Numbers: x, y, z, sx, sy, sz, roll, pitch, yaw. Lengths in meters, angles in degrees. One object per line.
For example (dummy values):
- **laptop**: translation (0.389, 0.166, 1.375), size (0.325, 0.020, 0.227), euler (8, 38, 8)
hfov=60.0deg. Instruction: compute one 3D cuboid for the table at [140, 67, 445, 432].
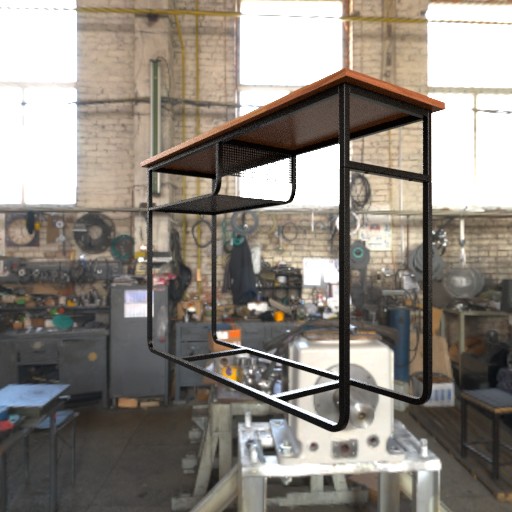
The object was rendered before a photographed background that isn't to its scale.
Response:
- **table**: translation (0.000, 0.000, 1.427), size (0.350, 0.750, 1.100), euler (0, 0, -36)
